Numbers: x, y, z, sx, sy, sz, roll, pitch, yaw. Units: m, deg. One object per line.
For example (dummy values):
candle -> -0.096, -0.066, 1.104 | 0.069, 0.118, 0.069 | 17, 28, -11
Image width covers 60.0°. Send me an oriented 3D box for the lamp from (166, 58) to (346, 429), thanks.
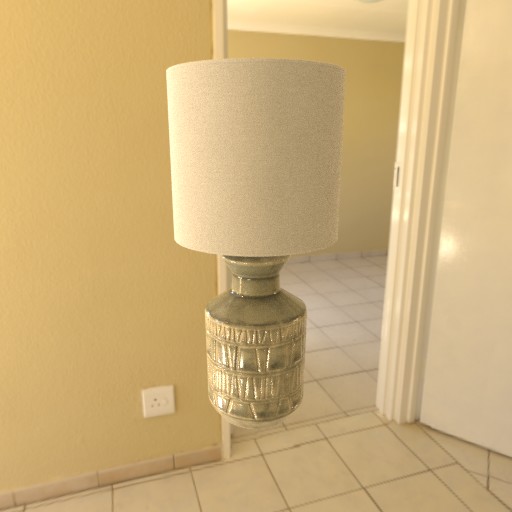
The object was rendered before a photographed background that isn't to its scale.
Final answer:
lamp -> 0.000, 0.000, 0.590 | 0.211, 0.455, 0.211 | -8, 17, -27
